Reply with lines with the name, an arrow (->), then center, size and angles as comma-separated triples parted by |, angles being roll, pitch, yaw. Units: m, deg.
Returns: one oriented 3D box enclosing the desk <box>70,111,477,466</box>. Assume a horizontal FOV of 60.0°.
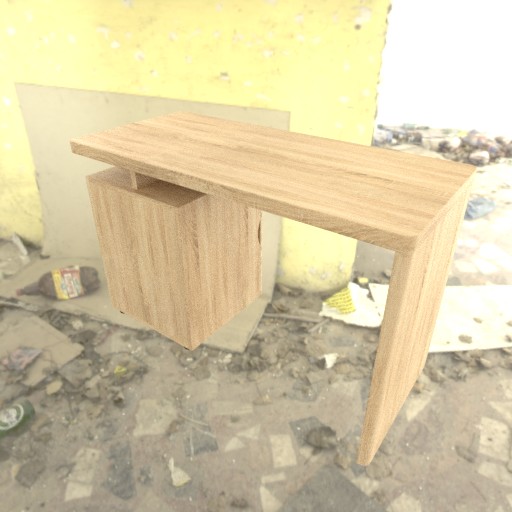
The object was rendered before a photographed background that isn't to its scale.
desk -> 0.000, 0.000, 1.589 | 1.200, 0.760, 0.550 | 20, 36, 31
